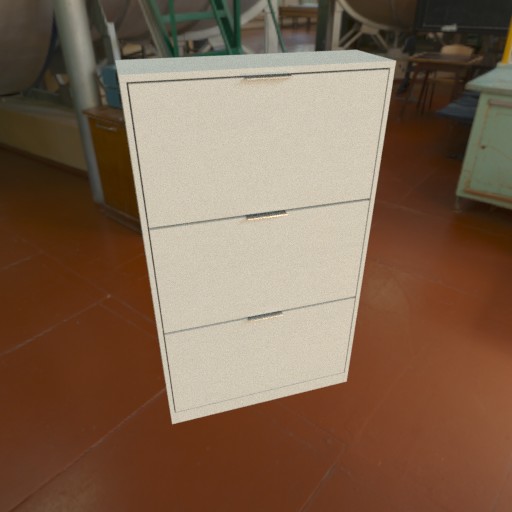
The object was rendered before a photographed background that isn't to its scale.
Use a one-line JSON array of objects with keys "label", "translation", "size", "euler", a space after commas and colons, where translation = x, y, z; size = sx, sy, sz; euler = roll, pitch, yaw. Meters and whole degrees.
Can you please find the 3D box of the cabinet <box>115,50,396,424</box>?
[{"label": "cabinet", "translation": [0.000, 0.000, 1.572], "size": [0.750, 1.280, 0.250], "euler": [-9, 33, -14]}]
